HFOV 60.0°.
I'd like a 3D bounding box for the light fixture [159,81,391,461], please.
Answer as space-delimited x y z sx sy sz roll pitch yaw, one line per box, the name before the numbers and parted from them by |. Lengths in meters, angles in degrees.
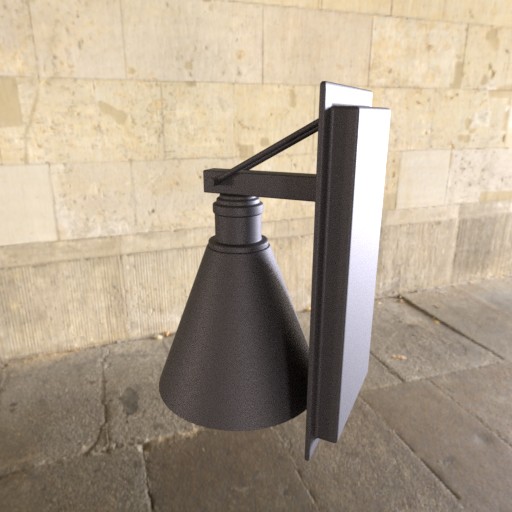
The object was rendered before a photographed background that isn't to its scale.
light fixture | 0.000 0.000 0.423 0.207 0.298 0.170 8 20 24
